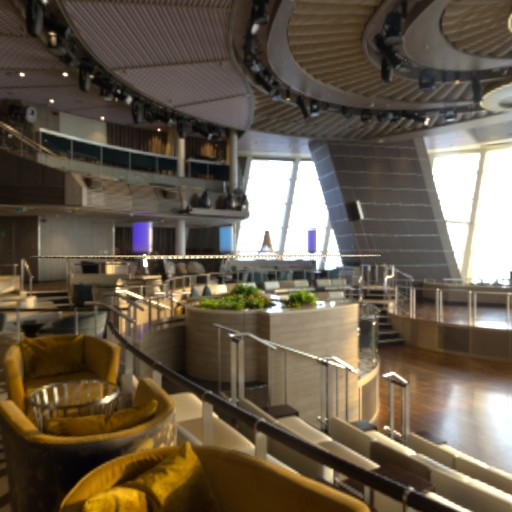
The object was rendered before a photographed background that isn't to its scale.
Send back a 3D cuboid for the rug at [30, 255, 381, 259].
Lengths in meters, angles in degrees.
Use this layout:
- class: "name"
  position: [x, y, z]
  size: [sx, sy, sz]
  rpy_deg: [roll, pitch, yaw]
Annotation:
- class: "rug"
  position: [0.000, 0.000, 2.546]
  size: [0.686, 0.008, 2.286]
  rpy_deg: [0, 0, 35]
